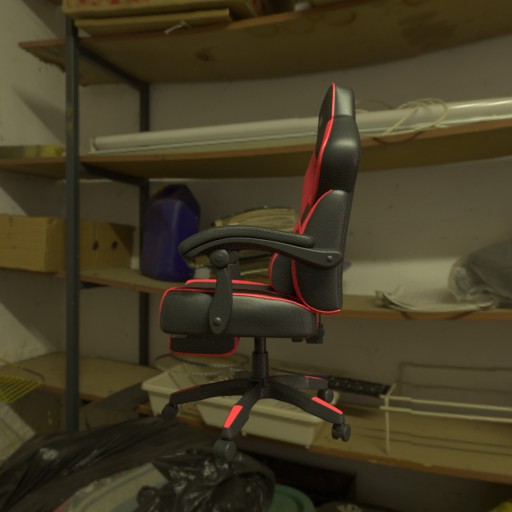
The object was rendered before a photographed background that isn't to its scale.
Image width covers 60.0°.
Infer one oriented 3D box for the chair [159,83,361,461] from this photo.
[{"bbox_3d":[0.000,0.000,1.647,0.700,1.220,0.700,0,0,1],"label":"chair"}]
